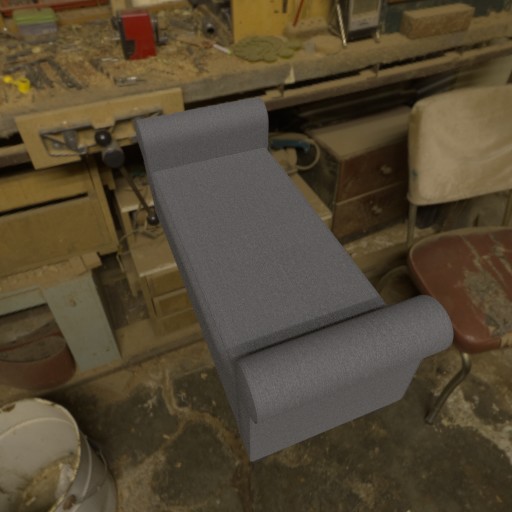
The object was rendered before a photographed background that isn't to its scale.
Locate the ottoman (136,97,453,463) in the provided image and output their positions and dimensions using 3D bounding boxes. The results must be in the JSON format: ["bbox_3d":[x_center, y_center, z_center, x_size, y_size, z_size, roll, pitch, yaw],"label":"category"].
[{"bbox_3d":[0.000,0.000,1.542,0.521,0.547,1.256,-16,48,-15],"label":"ottoman"}]
